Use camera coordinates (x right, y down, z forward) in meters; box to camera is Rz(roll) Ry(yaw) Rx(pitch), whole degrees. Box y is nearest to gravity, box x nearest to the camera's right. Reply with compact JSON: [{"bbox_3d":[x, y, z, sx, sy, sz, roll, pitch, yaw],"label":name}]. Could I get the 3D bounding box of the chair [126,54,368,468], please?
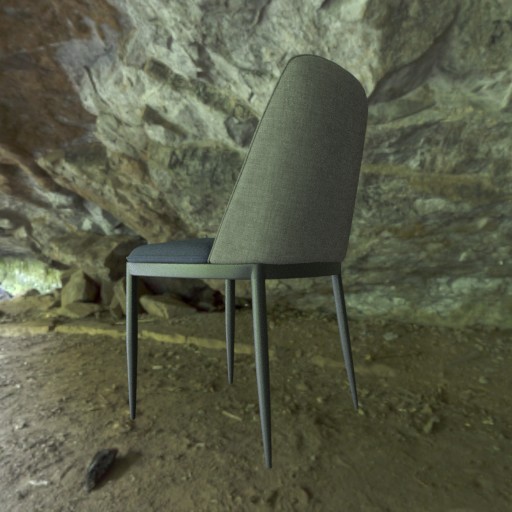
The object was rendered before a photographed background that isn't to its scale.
[{"bbox_3d":[0.000,0.000,1.174,0.550,0.855,0.488,0,0,36],"label":"chair"}]
